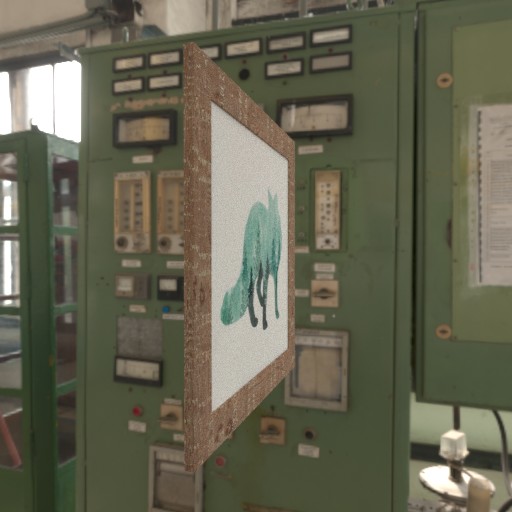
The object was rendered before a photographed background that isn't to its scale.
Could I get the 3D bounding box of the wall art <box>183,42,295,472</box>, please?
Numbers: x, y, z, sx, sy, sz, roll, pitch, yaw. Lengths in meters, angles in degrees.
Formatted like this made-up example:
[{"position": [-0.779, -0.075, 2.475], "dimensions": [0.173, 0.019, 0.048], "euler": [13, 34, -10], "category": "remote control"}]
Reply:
[{"position": [0.000, 0.000, 0.579], "dimensions": [0.012, 0.384, 0.384], "euler": [0, 1, 18], "category": "wall art"}]
